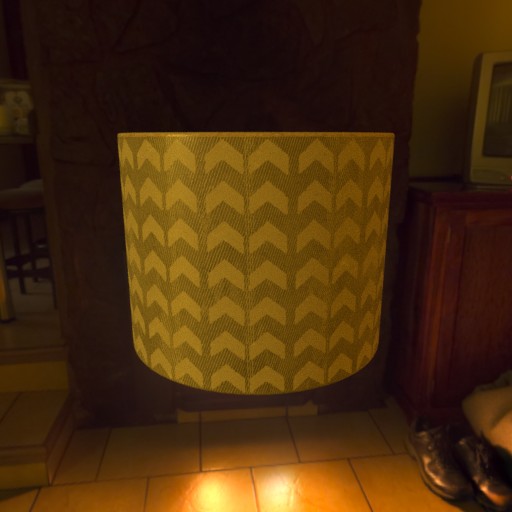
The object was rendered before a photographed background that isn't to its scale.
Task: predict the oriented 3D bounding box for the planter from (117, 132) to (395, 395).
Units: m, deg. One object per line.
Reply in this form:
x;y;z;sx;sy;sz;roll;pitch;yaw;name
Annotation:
0.000;0.000;0.448;0.250;0.239;0.250;0;15;0;planter
